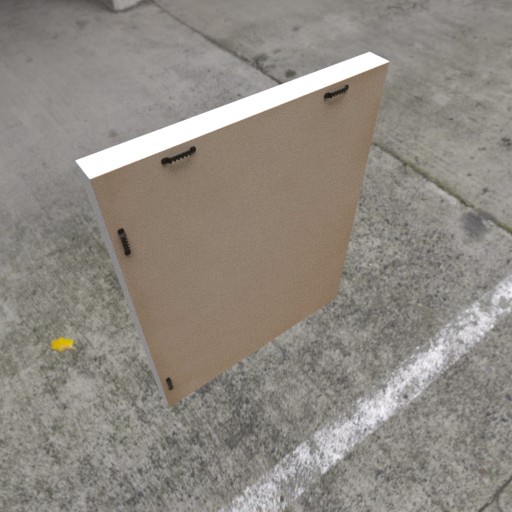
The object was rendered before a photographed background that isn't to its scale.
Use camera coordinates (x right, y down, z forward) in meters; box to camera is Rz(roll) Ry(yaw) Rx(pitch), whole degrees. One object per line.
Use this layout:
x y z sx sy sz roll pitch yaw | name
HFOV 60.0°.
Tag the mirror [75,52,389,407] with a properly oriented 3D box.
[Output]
0.000 0.000 0.686 0.405 0.508 0.041 -29 54 -24 | mirror
